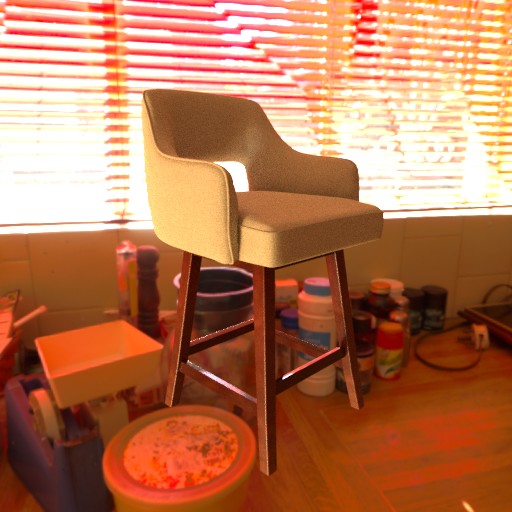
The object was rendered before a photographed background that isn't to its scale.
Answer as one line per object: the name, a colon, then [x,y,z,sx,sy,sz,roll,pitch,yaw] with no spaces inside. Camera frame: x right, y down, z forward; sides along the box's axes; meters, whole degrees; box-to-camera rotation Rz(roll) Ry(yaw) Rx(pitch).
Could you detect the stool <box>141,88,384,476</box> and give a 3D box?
stool: [0.000,0.000,1.274,0.550,0.936,0.560,-13,19,-43]
